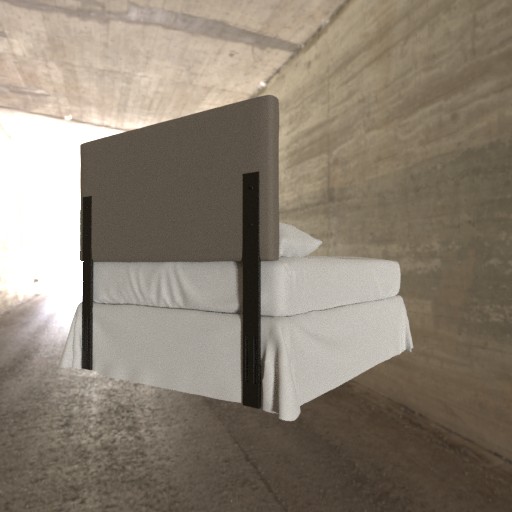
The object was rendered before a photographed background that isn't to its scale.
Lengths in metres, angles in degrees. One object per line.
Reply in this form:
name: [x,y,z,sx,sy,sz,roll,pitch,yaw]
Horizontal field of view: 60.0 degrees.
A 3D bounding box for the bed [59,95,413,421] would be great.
bed: [0.000,0.000,3.484,1.936,1.577,2.222,-1,-1,35]
